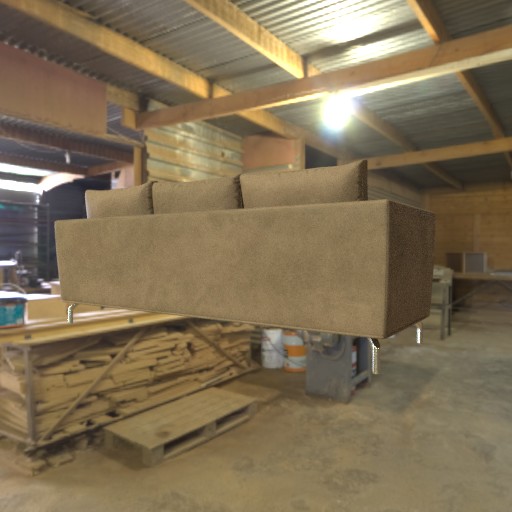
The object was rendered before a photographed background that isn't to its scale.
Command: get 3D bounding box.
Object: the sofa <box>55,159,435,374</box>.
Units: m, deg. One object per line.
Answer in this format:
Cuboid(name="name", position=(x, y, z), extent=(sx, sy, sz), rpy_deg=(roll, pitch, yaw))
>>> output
Cuboid(name="sofa", position=(0.000, 0.000, 3.179), extent=(2.438, 0.987, 1.622), rpy_deg=(1, 1, 34))
